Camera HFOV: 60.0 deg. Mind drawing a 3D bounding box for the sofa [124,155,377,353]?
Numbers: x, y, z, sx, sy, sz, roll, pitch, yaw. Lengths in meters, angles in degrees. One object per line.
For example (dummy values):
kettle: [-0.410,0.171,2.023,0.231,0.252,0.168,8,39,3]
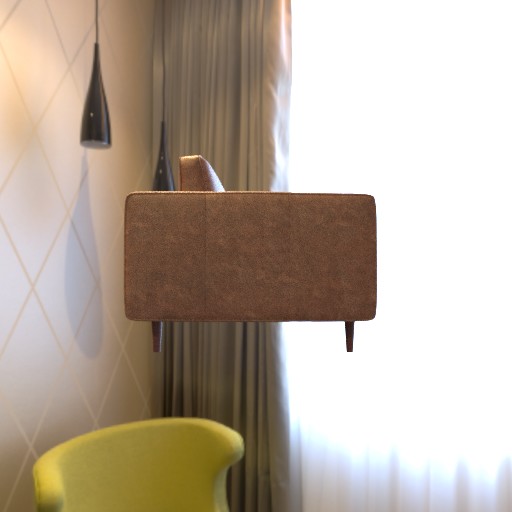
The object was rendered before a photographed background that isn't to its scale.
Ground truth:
sofa: [0.000,0.000,2.631,0.914,0.762,2.210,0,-1,1]
